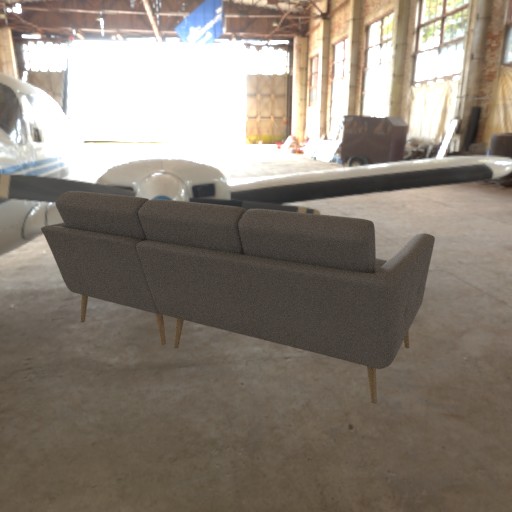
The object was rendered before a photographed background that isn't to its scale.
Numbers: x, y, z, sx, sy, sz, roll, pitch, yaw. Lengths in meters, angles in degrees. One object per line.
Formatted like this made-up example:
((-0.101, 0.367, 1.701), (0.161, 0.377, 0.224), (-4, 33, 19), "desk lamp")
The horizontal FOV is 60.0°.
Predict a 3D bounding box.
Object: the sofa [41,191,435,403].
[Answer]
((0.000, 0.000, 2.778), (2.040, 0.860, 1.530), (9, 18, 27), "sofa")
